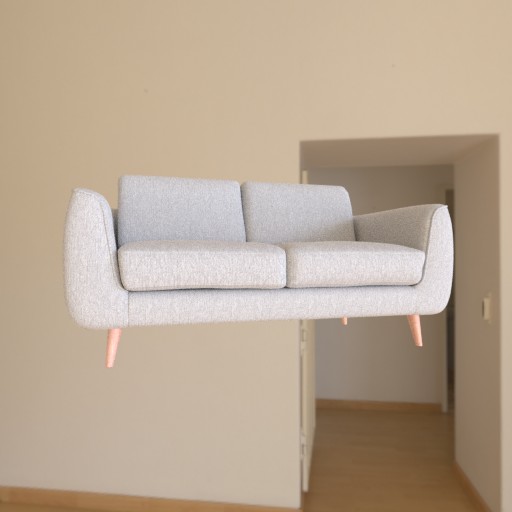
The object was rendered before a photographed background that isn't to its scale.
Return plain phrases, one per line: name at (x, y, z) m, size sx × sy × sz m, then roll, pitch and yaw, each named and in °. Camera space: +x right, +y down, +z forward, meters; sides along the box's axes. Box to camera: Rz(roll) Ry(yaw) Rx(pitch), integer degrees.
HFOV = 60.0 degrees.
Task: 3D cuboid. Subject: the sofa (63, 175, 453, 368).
sofa at (0.000, 0.000, 2.213) m, size 1.700 × 0.850 × 0.920 m, roll 0°, pitch 0°, yaw -17°
